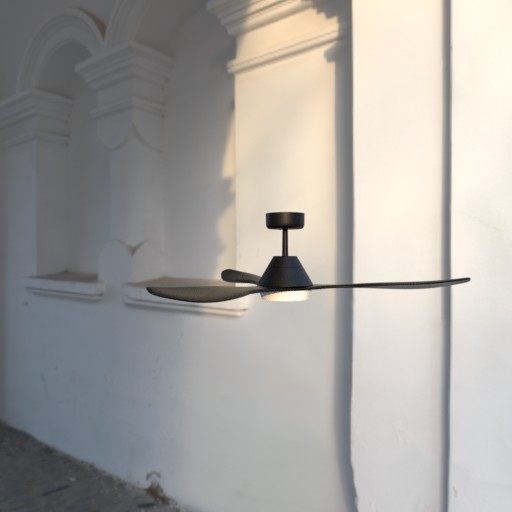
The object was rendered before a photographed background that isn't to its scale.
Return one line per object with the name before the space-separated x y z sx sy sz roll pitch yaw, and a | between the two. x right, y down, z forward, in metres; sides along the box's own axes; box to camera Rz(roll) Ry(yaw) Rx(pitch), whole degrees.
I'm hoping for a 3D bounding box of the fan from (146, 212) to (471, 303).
fan | 0.000 0.000 1.635 1.067 0.305 1.067 -1 1 -35
